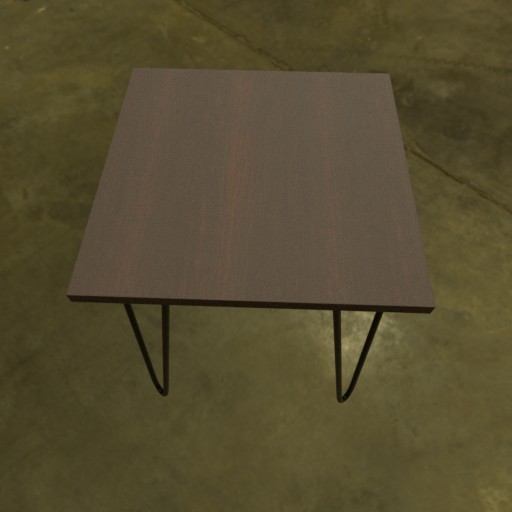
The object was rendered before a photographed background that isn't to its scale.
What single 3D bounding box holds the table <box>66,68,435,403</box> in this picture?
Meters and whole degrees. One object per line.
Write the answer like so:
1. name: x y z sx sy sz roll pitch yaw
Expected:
1. table: 0.000 0.000 0.961 0.495 0.559 0.495 2 58 1
